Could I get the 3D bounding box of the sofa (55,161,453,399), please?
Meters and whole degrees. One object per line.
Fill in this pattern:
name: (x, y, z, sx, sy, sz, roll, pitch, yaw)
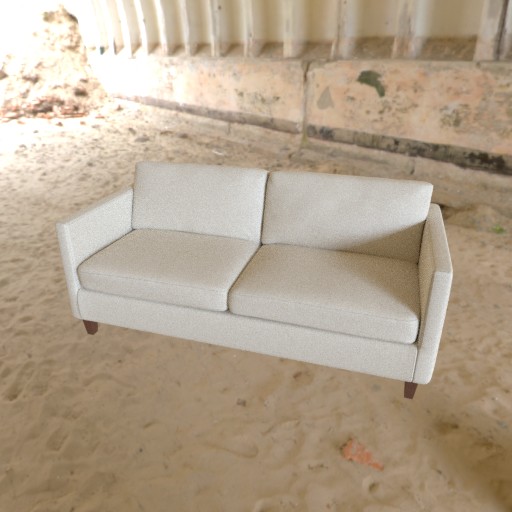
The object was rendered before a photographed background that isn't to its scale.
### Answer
sofa: (0.000, 0.000, 2.560, 1.981, 0.889, 0.965, 7, 26, 15)
